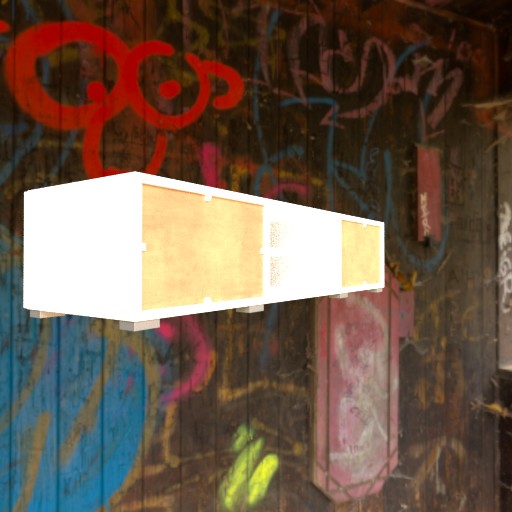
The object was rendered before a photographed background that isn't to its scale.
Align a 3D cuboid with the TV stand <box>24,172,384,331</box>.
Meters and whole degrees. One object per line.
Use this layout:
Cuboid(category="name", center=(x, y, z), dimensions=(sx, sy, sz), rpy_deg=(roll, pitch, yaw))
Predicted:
Cuboid(category="TV stand", center=(0.000, 0.000, 1.548), dimensions=(0.420, 0.310, 1.400), rpy_deg=(0, -1, 35))
